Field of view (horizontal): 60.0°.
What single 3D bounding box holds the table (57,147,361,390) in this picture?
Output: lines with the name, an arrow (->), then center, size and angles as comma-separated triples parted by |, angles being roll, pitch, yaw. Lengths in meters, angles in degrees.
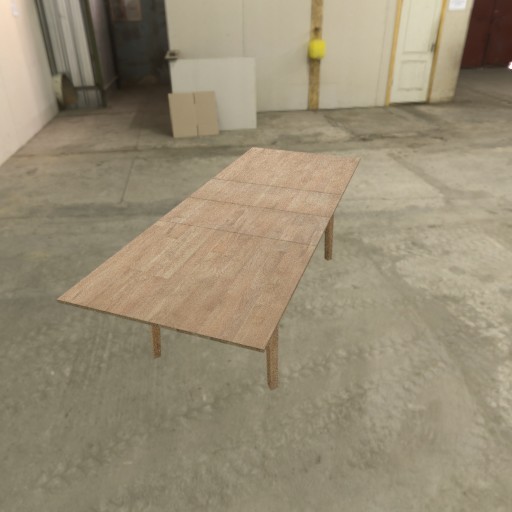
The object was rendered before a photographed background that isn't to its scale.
table -> 0.000, 0.000, 3.125 | 1.000, 0.752, 2.603 | 10, 31, 17
